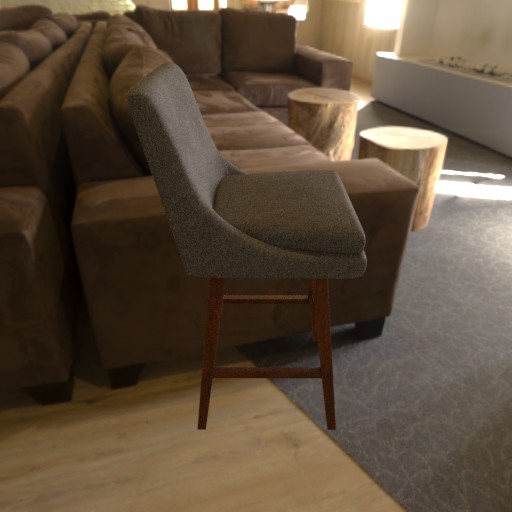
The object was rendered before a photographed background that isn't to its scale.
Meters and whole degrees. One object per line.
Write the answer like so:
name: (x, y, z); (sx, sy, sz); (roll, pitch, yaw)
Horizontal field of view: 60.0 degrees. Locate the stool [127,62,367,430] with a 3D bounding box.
stool: (0.000, 0.000, 1.378); (0.572, 1.068, 0.489); (0, 31, 0)
